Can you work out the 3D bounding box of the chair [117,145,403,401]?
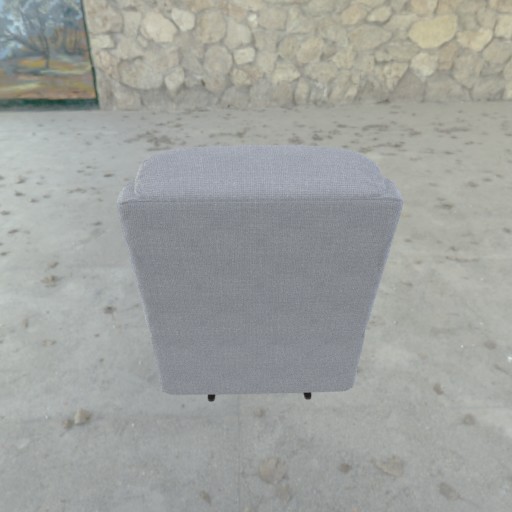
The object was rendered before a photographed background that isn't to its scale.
[{"bbox_3d":[0.000,0.000,1.782,0.838,1.054,1.014,-1,29,-1],"label":"chair"}]
